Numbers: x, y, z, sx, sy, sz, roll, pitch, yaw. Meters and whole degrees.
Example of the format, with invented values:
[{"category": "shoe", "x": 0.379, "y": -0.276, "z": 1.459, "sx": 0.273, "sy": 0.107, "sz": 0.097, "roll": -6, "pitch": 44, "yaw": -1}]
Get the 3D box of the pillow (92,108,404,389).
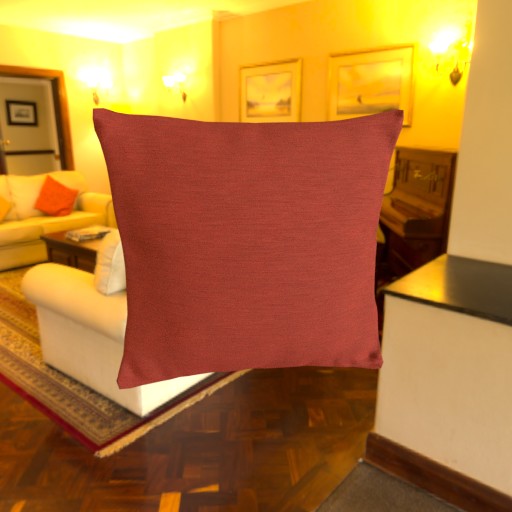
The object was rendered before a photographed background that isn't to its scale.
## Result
[{"category": "pillow", "x": 0.000, "y": 0.000, "z": 0.656, "sx": 0.435, "sy": 0.416, "sz": 0.151, "roll": -2, "pitch": 16, "yaw": -8}]
